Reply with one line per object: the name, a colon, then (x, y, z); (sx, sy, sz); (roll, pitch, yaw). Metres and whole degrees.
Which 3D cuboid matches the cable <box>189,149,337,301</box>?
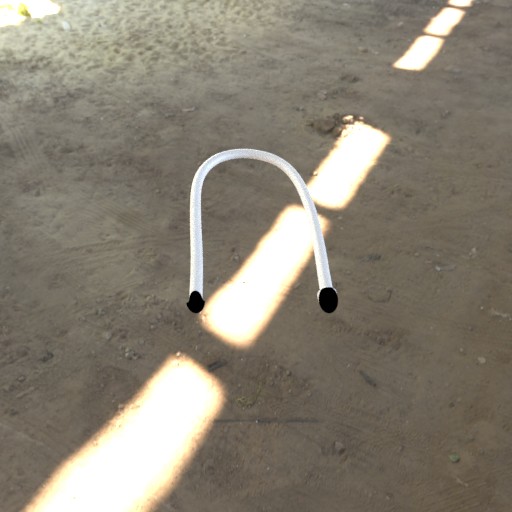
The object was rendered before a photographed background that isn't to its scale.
cable: (0.000, 0.000, 0.110); (0.040, 0.006, 0.098); (-3, 45, -3)
